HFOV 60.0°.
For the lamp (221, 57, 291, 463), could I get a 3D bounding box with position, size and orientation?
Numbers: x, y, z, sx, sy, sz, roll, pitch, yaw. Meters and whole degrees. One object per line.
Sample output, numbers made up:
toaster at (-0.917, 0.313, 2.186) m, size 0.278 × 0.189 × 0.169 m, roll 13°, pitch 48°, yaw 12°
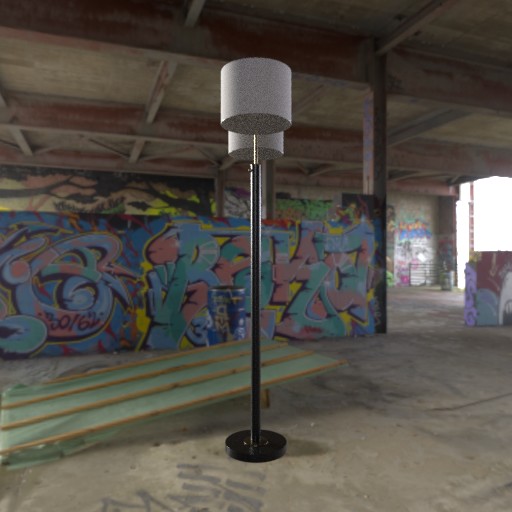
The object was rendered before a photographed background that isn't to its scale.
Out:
lamp at (0.000, 0.000, 1.829) m, size 0.254 × 1.587 × 0.711 m, roll 0°, pitch 0°, yaw 0°
